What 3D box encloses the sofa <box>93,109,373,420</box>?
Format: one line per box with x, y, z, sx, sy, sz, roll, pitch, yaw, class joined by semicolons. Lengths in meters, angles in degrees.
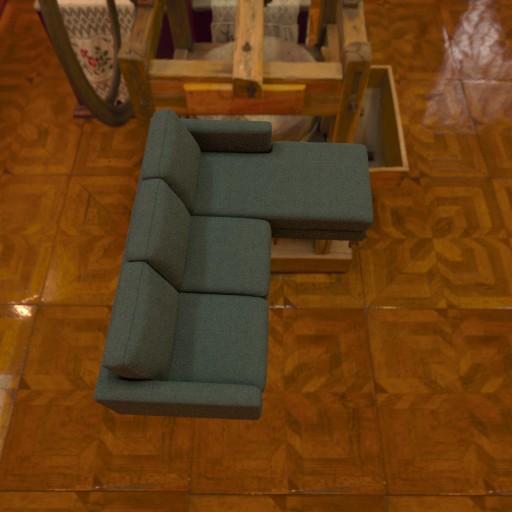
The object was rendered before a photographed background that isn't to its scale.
0.000;0.000;3.025;1.667;0.957;2.055;2;63;1;sofa
